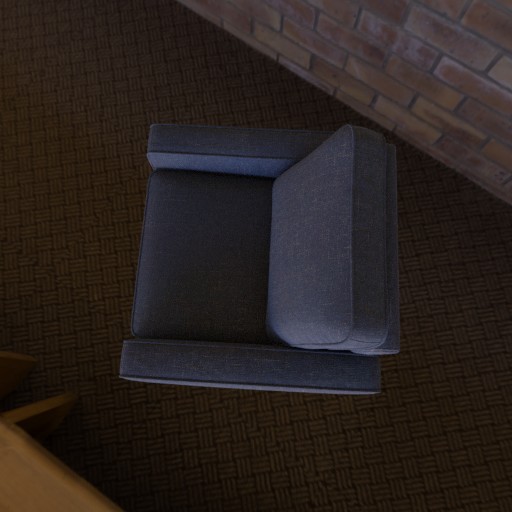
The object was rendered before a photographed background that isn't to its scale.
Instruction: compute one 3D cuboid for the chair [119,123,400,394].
[{"bbox_3d":[0.000,0.000,1.755,0.940,0.919,1.017,3,76,1],"label":"chair"}]
